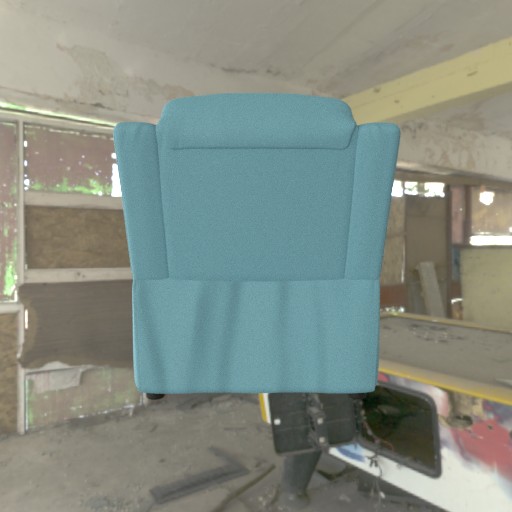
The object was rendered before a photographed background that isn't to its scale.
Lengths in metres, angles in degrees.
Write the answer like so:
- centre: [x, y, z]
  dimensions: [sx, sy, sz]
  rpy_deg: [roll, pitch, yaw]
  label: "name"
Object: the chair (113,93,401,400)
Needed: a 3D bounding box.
- centre: [0.000, 0.000, 1.247]
  dimensions: [0.680, 0.702, 0.709]
  rpy_deg: [0, 0, 0]
  label: "chair"
